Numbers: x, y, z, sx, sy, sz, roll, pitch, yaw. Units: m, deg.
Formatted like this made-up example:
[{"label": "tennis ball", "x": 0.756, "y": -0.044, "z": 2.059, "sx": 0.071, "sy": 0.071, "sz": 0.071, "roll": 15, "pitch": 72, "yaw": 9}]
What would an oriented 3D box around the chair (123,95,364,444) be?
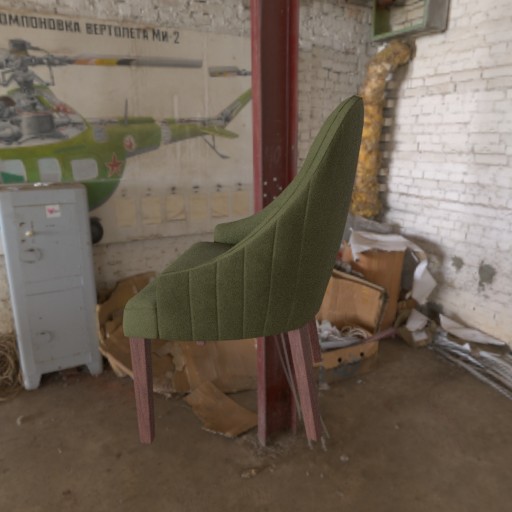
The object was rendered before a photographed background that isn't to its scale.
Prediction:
[{"label": "chair", "x": 0.000, "y": 0.000, "z": 1.314, "sx": 0.575, "sy": 0.889, "sz": 0.643, "roll": 2, "pitch": 16, "yaw": 8}]
